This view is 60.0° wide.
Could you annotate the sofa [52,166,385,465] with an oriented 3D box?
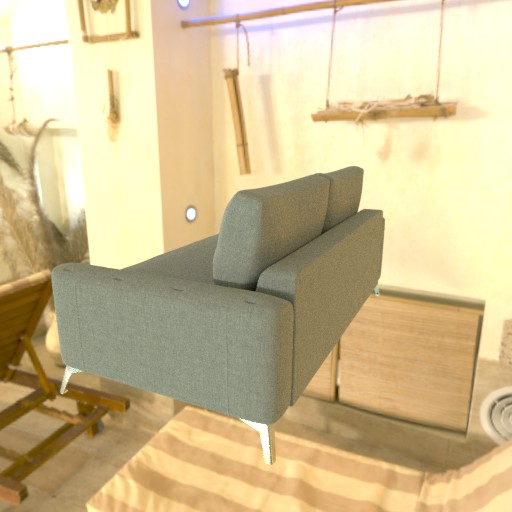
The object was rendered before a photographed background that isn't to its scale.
[{"bbox_3d":[0.000,0.000,2.109,0.920,0.790,1.650,7,17,25],"label":"sofa"}]
